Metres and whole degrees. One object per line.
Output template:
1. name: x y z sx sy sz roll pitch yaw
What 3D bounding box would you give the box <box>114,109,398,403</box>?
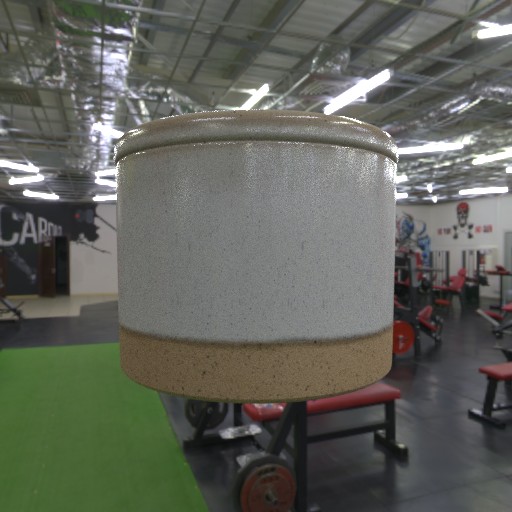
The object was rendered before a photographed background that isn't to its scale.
1. box: 0.000 0.000 0.253 0.154 0.123 0.154 0 1 0
